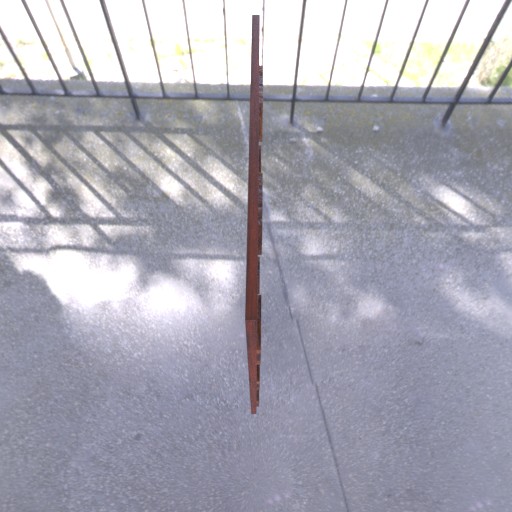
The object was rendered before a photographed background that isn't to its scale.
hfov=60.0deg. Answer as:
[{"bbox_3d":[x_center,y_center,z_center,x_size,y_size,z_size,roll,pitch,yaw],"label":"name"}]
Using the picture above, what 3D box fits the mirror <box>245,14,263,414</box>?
[{"bbox_3d":[0.000,0.000,1.047,0.021,0.805,0.600,1,63,0],"label":"mirror"}]
